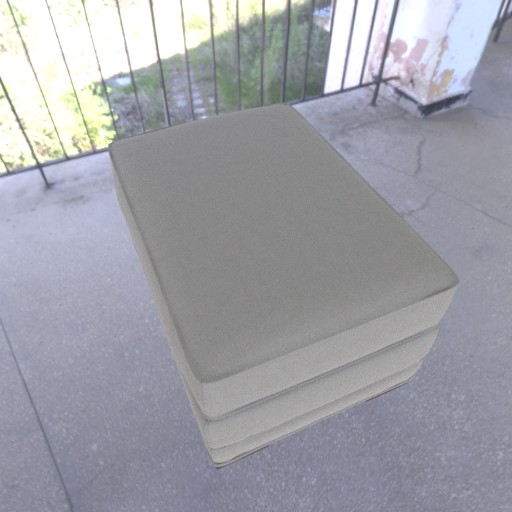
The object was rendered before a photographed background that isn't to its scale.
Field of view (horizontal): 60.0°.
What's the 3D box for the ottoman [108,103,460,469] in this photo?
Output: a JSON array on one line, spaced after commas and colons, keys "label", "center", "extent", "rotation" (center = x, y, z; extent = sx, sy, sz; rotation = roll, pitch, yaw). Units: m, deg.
[{"label": "ottoman", "center": [0.000, 0.000, 1.227], "extent": [0.611, 0.482, 0.848], "rotation": [-18, 50, -16]}]
